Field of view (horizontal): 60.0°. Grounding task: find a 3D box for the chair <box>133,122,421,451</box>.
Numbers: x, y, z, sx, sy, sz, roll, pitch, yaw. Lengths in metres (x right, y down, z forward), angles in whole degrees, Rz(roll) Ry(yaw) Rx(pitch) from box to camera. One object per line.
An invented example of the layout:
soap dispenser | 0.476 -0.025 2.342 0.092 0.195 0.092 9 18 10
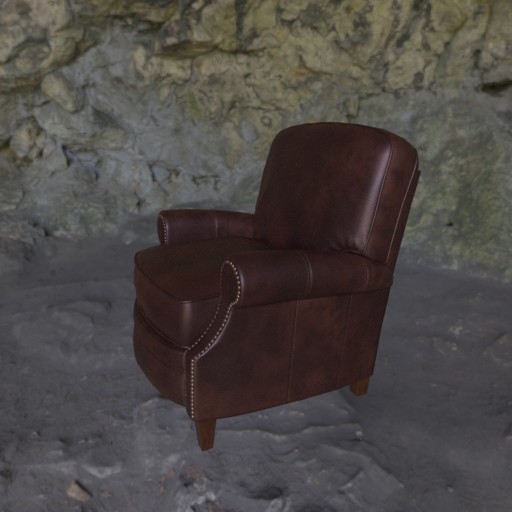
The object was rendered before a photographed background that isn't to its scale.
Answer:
chair | 0.000 0.000 1.755 0.986 1.018 0.936 -8 18 -25
